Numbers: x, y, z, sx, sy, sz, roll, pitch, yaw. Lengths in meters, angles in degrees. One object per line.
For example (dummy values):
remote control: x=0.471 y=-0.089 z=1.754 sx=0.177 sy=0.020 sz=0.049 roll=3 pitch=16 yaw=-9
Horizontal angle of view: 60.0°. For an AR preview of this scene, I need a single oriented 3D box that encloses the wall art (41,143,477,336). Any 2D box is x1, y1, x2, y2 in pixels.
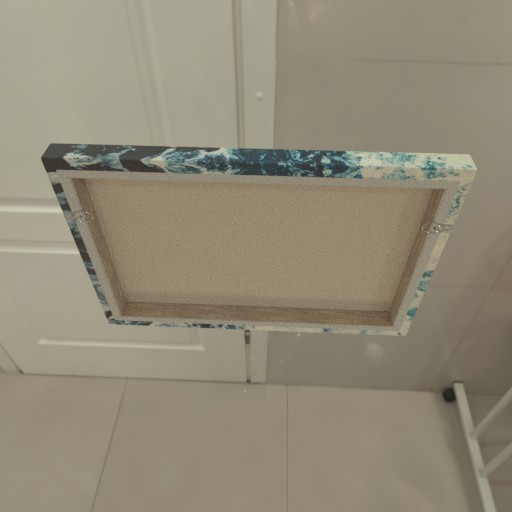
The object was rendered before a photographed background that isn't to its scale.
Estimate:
wall art: x=0.000 y=0.000 z=0.773 sx=0.609 sy=0.407 sz=0.043 roll=2 pitch=46 yaw=2
